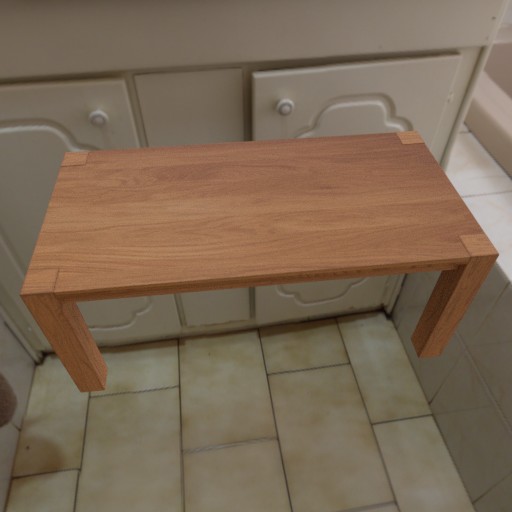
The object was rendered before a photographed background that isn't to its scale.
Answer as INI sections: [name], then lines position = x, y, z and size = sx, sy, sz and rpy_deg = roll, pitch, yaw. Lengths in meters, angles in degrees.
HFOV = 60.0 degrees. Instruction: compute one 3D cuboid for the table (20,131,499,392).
[table]
position = 0.000, 0.000, 2.231
size = 1.800, 0.760, 0.900
rpy_deg = -5, 47, -4
